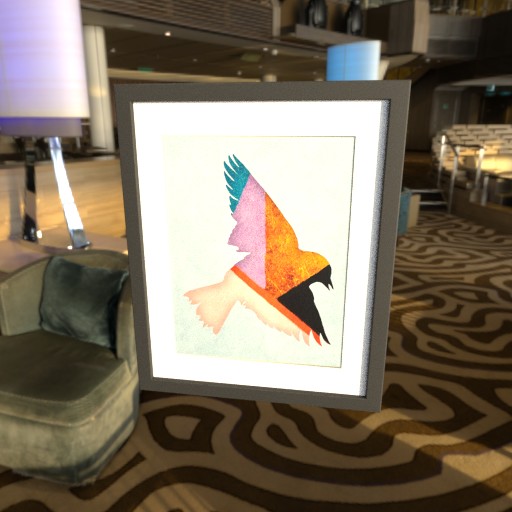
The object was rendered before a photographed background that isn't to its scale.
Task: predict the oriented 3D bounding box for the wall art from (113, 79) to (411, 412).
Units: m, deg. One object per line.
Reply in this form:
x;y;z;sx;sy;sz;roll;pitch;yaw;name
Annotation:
0.000;0.000;0.763;0.457;0.558;0.028;3;17;9;wall art
